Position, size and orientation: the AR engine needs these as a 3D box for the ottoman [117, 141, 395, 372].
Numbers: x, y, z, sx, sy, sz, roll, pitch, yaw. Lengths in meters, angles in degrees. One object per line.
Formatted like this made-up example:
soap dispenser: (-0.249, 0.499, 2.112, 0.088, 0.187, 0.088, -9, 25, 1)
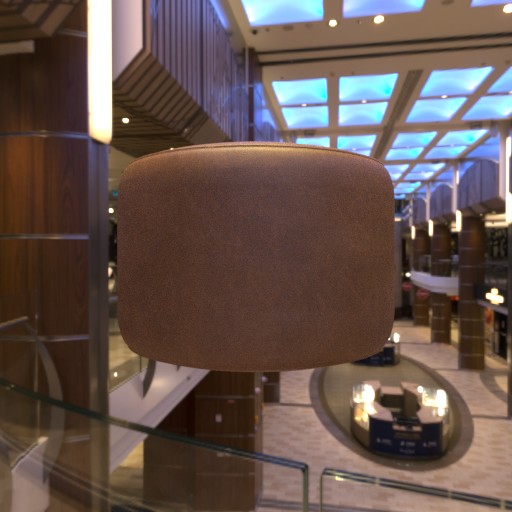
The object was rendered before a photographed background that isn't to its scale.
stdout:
ottoman: (0.000, 0.000, 1.017, 0.607, 0.438, 0.607, 0, 0, 0)
